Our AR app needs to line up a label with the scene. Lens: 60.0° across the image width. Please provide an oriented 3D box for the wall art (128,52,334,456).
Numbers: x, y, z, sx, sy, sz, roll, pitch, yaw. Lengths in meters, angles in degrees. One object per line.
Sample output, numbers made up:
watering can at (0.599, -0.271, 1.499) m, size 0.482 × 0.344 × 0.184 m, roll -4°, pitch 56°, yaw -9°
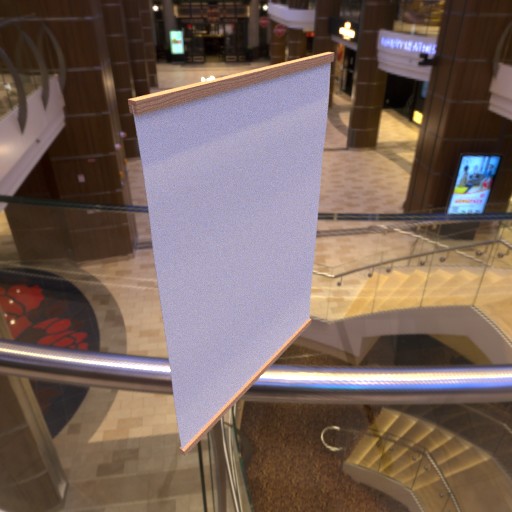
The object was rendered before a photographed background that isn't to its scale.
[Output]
wall art at (0.000, 0.000, 1.299) m, size 0.020 × 1.016 × 0.739 m, roll 21°, pitch 38°, yaw 30°
